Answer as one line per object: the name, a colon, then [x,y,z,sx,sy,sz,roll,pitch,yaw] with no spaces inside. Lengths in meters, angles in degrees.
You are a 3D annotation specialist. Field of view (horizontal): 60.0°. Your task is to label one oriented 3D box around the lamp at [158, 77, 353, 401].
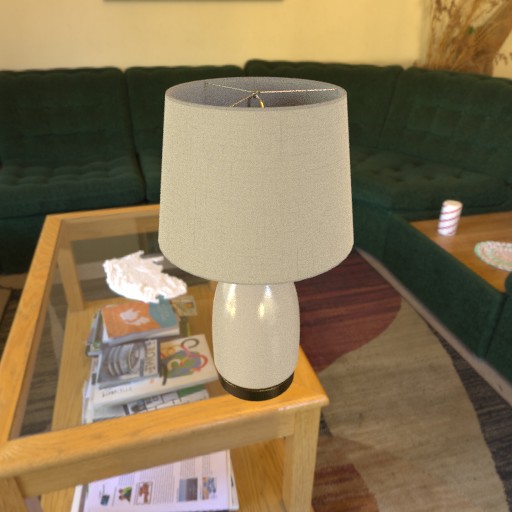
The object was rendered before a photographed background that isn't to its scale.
lamp: [0.000,0.000,0.680,0.285,0.483,0.285,0,30,0]
